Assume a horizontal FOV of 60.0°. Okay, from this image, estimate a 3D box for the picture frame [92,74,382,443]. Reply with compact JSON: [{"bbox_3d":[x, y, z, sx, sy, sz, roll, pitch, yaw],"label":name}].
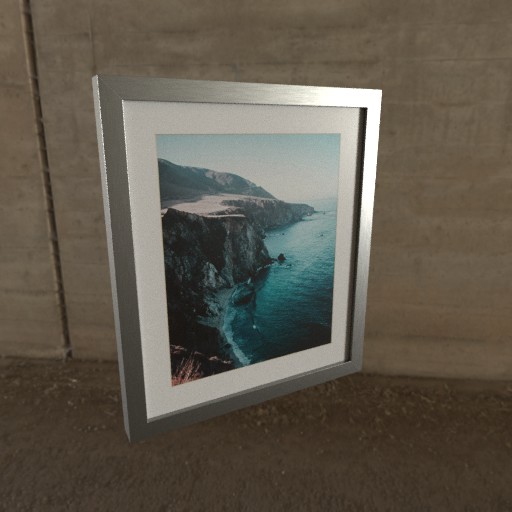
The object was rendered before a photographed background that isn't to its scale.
[{"bbox_3d":[0.000,0.000,1.335,0.839,0.968,0.073,-8,18,-27],"label":"picture frame"}]
